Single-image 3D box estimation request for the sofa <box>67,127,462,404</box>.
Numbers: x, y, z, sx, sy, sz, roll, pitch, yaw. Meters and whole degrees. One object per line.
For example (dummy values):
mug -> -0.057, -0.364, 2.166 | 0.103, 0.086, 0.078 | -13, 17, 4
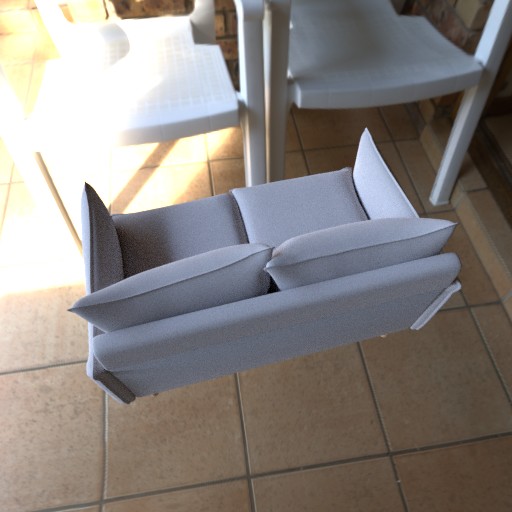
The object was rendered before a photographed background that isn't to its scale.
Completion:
sofa -> 0.000, 0.000, 1.798 | 1.300, 0.840, 0.820 | -12, 59, -8
